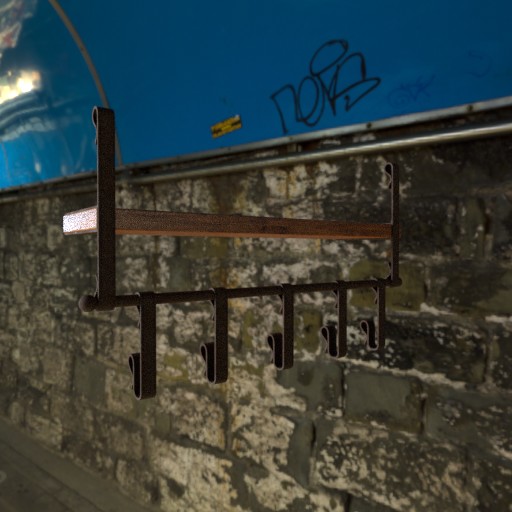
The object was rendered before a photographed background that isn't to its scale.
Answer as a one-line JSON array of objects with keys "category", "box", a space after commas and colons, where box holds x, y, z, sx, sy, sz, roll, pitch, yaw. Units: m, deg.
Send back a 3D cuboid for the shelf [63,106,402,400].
[{"category": "shelf", "box": [0.000, 0.000, 0.692, 0.567, 0.330, 0.146, -1, 1, -37]}]
